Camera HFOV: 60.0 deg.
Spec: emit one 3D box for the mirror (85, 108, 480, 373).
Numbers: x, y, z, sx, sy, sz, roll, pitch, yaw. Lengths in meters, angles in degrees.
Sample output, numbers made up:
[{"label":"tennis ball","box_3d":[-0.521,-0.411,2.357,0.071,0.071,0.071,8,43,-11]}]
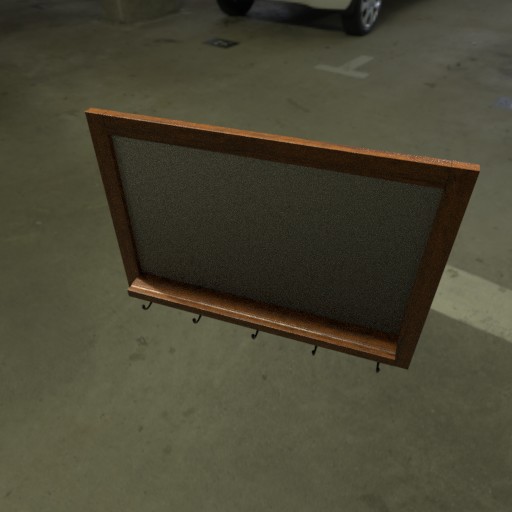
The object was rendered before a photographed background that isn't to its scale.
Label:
[{"label":"mirror","box_3d":[0.000,0.000,0.973,0.758,0.537,0.084,12,41,15]}]
